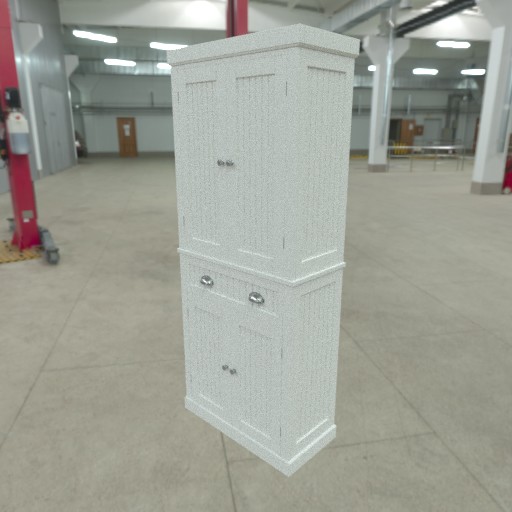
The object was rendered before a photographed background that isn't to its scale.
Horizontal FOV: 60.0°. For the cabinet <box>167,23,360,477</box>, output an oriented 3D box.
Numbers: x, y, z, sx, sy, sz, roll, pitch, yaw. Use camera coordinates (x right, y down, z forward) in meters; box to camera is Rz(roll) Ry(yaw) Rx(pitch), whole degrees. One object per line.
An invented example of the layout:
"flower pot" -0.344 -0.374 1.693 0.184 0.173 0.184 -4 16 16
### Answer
"cabinet" 0.000 0.000 2.099 0.754 1.829 0.390 15 22 42
